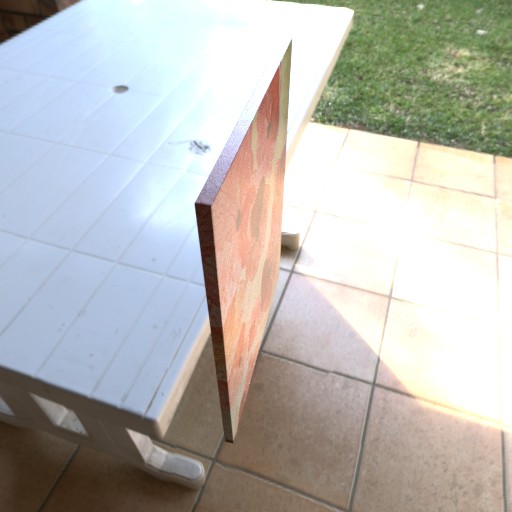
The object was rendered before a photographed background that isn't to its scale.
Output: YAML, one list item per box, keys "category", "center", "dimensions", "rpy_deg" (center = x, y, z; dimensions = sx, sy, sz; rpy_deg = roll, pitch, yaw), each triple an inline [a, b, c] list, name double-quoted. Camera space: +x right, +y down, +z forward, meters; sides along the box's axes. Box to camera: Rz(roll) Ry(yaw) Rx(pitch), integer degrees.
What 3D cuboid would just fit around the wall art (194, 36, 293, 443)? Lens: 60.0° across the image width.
- category: "wall art"
  center: [0.000, 0.000, 1.359]
  dimensions: [0.031, 1.015, 0.762]
  rpy_deg: [10, 47, 9]
